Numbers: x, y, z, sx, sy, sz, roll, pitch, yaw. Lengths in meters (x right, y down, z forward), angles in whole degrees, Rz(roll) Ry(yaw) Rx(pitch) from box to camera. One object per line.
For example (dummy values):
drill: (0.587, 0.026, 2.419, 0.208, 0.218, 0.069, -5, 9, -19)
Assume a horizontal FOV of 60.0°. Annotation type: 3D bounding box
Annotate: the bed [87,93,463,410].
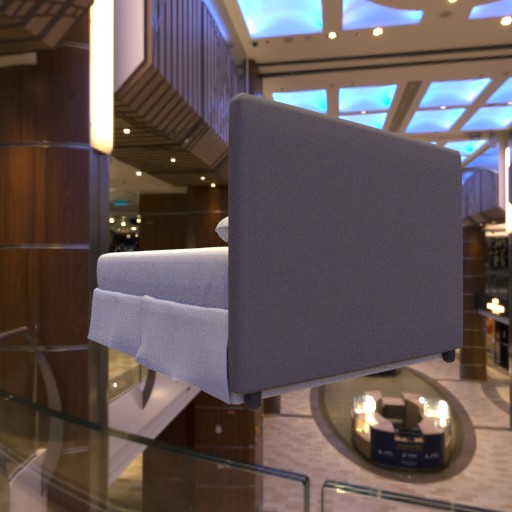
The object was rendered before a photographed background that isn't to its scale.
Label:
bed: (0.000, 0.000, 3.129, 1.748, 1.330, 2.142, 1, -1, -36)
